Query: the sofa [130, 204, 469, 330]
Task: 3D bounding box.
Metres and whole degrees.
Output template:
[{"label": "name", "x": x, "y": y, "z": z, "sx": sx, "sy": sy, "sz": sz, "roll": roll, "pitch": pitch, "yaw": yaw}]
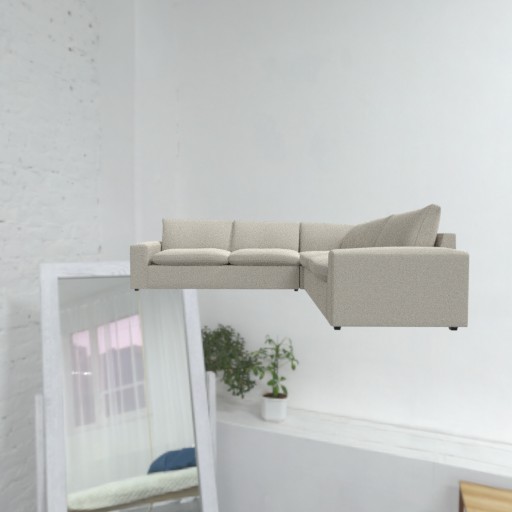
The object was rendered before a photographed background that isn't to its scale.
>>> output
[{"label": "sofa", "x": 0.000, "y": 0.000, "z": 4.739, "sx": 3.066, "sy": 0.918, "sz": 3.206, "roll": 0, "pitch": 3, "yaw": 1}]
